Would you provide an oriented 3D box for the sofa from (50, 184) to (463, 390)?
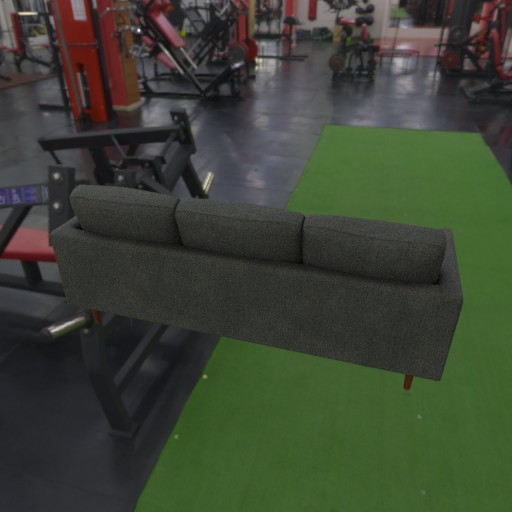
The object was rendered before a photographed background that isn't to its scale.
[{"bbox_3d":[0.000,0.000,2.728,2.246,0.930,0.903,9,31,15],"label":"sofa"}]
